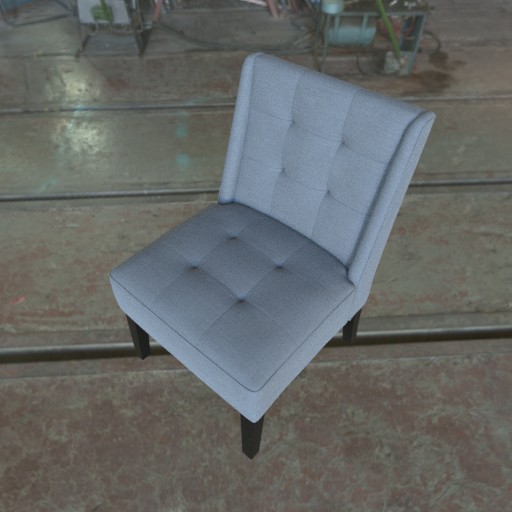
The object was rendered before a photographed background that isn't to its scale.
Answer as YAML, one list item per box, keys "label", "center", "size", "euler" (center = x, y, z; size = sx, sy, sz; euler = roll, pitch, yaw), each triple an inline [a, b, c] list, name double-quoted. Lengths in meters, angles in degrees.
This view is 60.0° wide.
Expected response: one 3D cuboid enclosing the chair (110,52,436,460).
- label: "chair"
  center: [0.000, 0.000, 1.287]
  size: [0.569, 0.853, 0.676]
  euler: [32, 54, 27]
